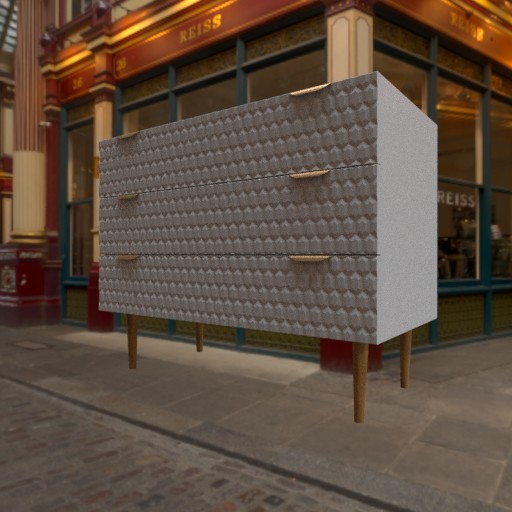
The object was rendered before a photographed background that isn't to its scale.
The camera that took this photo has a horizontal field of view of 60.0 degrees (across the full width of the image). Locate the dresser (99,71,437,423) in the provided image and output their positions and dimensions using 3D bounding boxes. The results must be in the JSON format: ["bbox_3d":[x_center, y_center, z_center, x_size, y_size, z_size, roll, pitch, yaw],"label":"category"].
[{"bbox_3d":[0.000,0.000,1.306,0.905,0.721,0.457,0,0,36],"label":"dresser"}]
